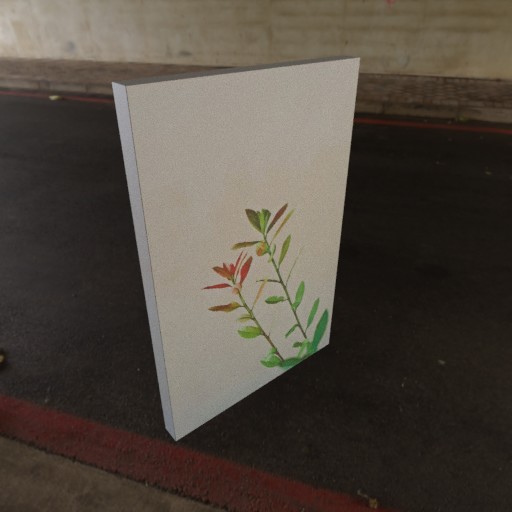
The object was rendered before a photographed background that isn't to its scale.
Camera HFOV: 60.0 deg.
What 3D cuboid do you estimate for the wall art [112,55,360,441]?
[{"bbox_3d":[0.000,0.000,0.774,0.408,0.611,0.038,-23,37,-33],"label":"wall art"}]
